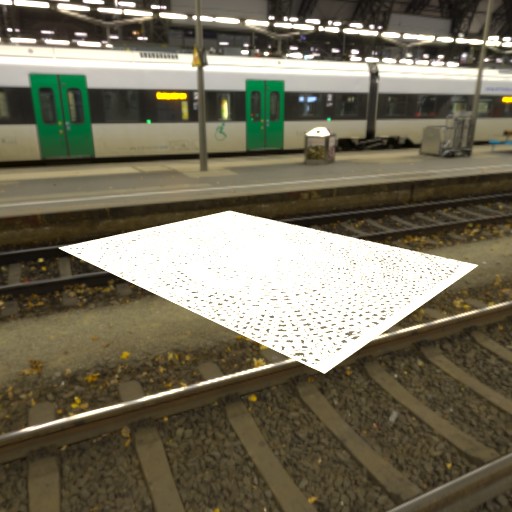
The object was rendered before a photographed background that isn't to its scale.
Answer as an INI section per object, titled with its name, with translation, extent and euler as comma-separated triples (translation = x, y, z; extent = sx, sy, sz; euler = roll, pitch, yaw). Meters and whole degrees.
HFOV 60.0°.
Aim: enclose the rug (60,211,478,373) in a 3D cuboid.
[rug]
translation = 0.000, 0.000, 2.124
extent = 1.634, 0.003, 1.190
euler = 17, 25, 41
